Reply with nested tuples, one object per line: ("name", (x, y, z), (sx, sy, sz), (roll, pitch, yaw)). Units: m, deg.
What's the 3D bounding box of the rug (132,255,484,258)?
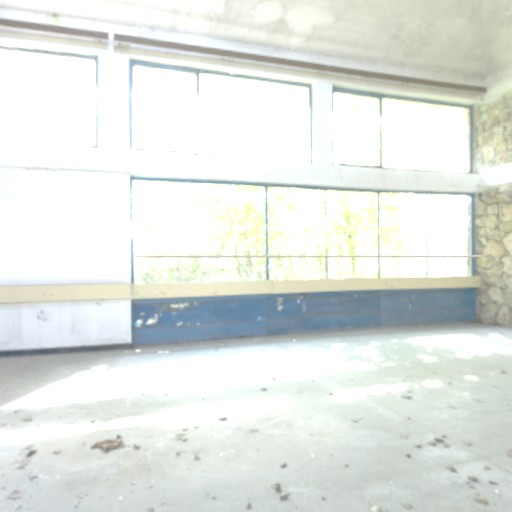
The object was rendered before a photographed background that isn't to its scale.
("rug", (0.000, 0.000, 2.349), (1.220, 0.007, 1.828), (0, 0, -17))
